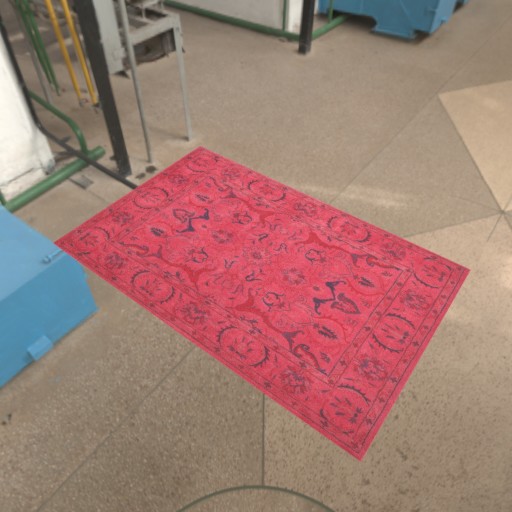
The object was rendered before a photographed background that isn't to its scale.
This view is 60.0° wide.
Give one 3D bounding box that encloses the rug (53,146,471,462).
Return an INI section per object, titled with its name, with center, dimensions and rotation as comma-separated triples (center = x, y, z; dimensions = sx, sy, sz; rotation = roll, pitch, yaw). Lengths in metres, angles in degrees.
[rug]
center = 0.000, 0.000, 3.030
dimensions = 2.423, 0.010, 1.534
rotation = 29, 53, 24
